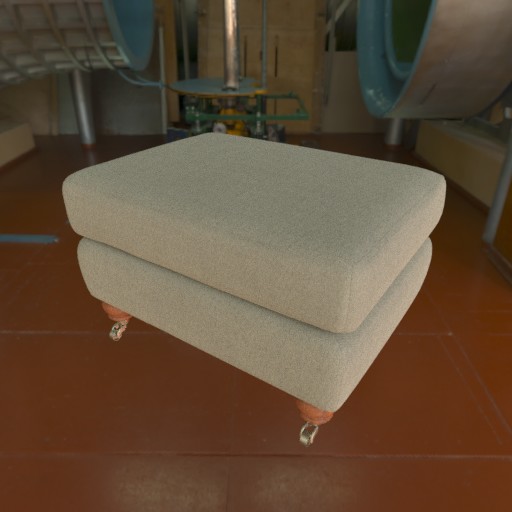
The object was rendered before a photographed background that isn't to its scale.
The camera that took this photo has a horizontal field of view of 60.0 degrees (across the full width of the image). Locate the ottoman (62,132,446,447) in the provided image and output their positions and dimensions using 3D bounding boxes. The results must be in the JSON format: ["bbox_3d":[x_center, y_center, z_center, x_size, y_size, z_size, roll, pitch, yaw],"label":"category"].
[{"bbox_3d":[0.000,0.000,1.146,0.773,0.504,0.569,18,34,30],"label":"ottoman"}]
